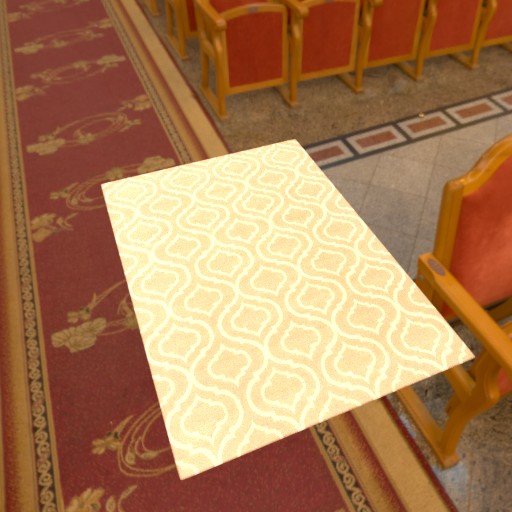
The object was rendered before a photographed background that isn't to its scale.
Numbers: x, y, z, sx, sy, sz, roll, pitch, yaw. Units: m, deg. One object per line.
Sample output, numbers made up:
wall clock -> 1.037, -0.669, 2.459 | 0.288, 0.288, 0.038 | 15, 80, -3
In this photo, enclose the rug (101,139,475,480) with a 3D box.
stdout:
rug -> 0.000, 0.000, 4.283 | 2.438, 0.010, 3.353 | -17, 50, -15
